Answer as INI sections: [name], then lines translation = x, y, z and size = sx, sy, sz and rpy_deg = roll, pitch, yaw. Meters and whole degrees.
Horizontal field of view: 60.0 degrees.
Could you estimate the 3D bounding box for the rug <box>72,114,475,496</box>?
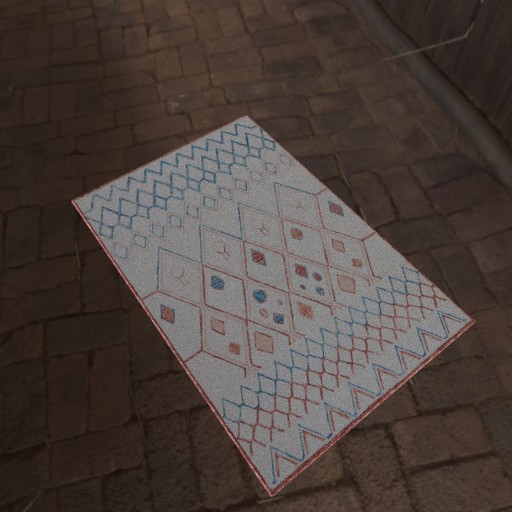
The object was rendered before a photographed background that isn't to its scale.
[rug]
translation = 0.000, 0.000, 2.288
size = 1.219, 0.016, 1.829
rpy_deg = -32, 63, -19
